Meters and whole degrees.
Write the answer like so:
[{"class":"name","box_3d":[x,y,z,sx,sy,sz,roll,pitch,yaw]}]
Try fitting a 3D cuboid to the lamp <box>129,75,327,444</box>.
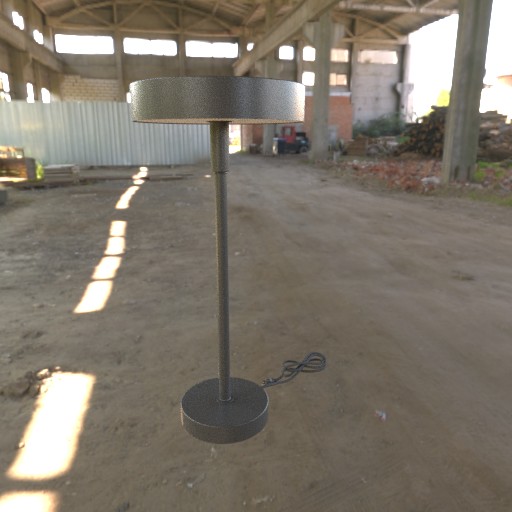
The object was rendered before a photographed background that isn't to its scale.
[{"class":"lamp","box_3d":[0.000,0.000,0.700,0.229,0.508,0.369,14,21,43]}]
